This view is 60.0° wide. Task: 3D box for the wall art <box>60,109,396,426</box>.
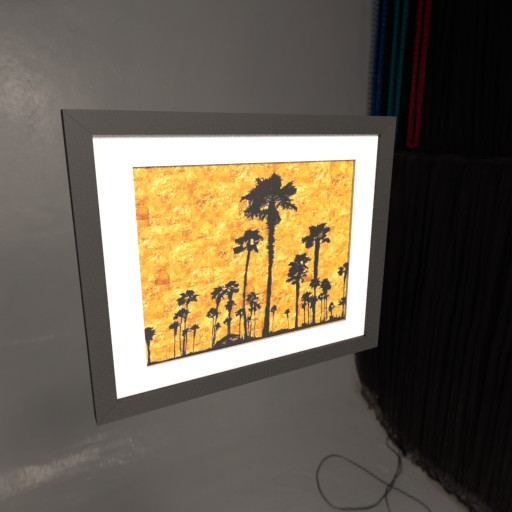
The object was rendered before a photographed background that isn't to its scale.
[{"bbox_3d":[0.000,0.000,0.751,0.561,0.460,0.028,-8,18,-27],"label":"wall art"}]
